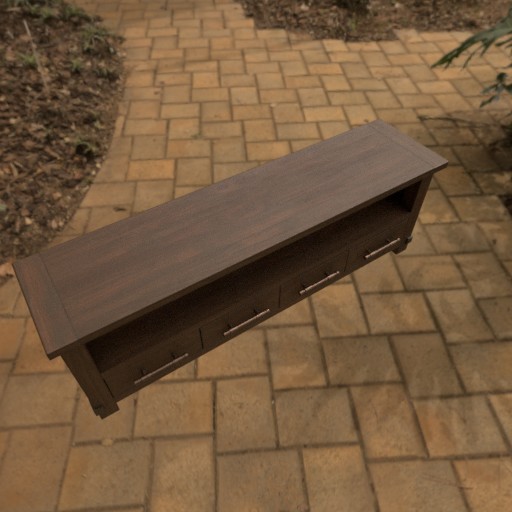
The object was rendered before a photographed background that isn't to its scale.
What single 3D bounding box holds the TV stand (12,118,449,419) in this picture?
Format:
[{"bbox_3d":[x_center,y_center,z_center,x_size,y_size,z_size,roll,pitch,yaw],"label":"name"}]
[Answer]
[{"bbox_3d":[0.000,0.000,2.082,1.866,0.615,0.471,-26,52,-22],"label":"TV stand"}]
